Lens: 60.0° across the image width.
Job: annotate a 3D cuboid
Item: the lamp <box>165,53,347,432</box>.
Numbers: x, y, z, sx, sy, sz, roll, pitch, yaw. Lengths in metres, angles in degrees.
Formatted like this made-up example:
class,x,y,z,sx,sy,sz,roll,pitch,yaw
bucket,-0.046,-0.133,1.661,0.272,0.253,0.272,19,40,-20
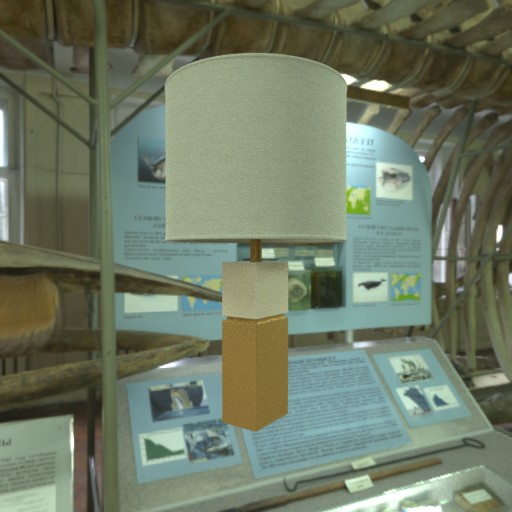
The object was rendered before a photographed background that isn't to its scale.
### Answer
class,x,y,z,sx,sy,sz,roll,pitch,yaw
lamp,0.000,0.000,0.569,0.229,0.417,0.229,0,1,35
